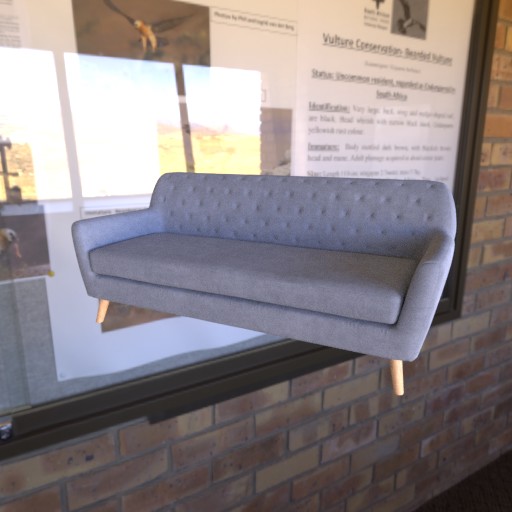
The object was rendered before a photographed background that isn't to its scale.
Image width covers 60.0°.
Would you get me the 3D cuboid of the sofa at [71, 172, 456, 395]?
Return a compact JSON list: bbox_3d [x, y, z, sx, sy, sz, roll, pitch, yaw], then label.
[{"bbox_3d":[0.000,0.000,2.441,1.970,0.830,0.830,7,16,26],"label":"sofa"}]
